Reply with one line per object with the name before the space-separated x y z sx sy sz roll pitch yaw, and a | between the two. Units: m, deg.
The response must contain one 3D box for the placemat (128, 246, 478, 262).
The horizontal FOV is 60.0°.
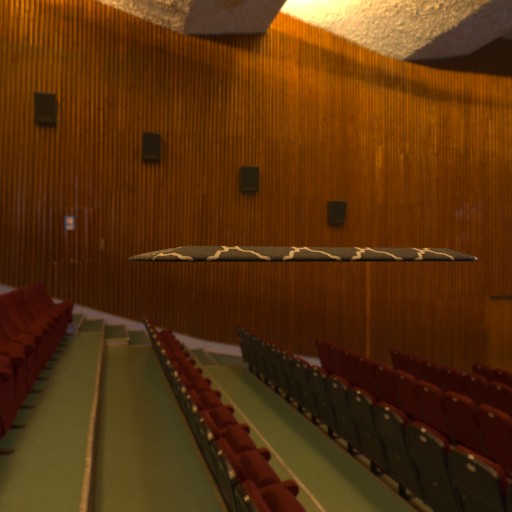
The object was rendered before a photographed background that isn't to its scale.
placemat | 0.000 0.000 0.968 0.508 0.021 0.762 0 0 -19
